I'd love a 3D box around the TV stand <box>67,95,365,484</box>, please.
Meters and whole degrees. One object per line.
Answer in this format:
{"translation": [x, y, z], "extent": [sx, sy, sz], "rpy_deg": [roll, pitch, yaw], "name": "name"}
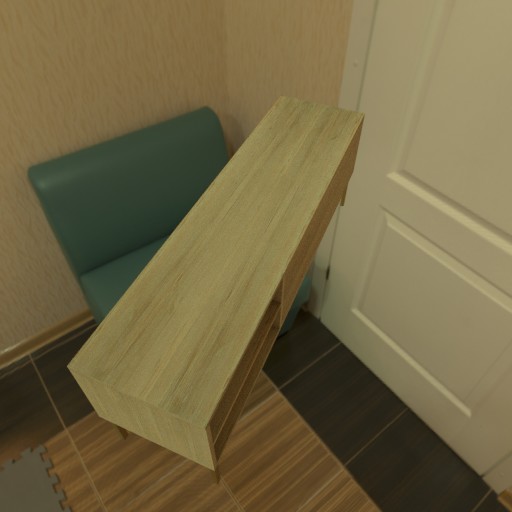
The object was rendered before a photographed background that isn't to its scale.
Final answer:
{"translation": [0.000, 0.000, 1.836], "extent": [0.420, 0.550, 1.600], "rpy_deg": [18, 50, 15], "name": "TV stand"}
